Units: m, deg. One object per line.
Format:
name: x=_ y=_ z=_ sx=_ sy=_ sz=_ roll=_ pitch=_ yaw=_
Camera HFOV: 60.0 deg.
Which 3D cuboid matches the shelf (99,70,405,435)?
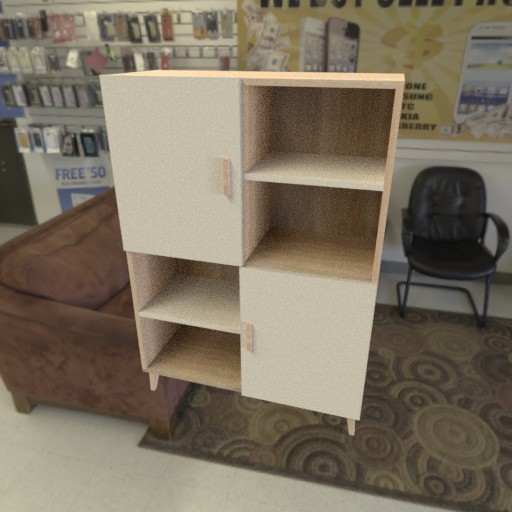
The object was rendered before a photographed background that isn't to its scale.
shelf: x=0.000 y=0.000 z=1.850 sx=0.995 sy=1.405 sz=0.434 roll=7 pitch=26 yaw=15
